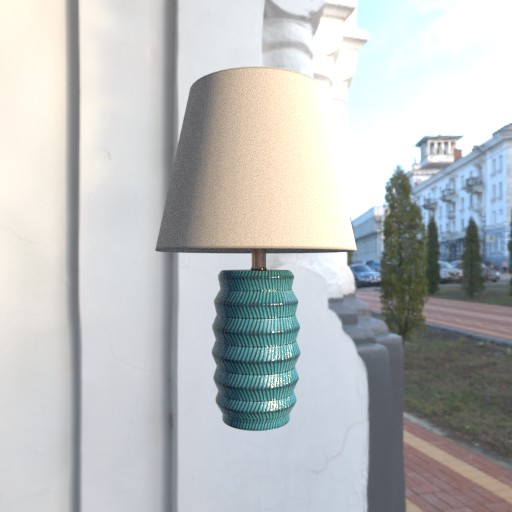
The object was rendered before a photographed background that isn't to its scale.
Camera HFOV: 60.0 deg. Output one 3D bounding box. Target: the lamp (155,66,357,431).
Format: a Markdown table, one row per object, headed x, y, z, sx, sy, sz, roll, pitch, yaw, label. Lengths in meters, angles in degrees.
| x | y | z | sx | sy | sz | roll | pitch | yaw | label |
| --- | --- | --- | --- | --- | --- | --- | --- | --- | --- |
| 0.000 | 0.000 | 0.799 | 0.355 | 0.582 | 0.355 | 0 | -1 | 0 | lamp |
